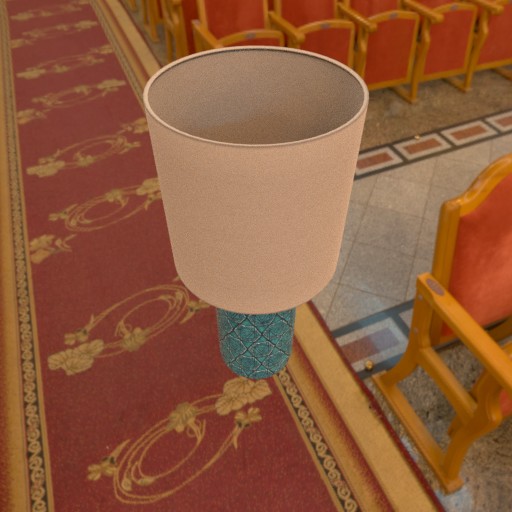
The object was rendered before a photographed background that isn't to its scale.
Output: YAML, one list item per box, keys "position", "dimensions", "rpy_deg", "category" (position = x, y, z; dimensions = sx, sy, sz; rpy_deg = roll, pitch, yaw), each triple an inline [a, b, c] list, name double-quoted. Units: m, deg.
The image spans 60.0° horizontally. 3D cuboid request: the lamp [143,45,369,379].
- position: [0.000, 0.000, 0.765]
  dimensions: [0.278, 0.597, 0.278]
  rpy_deg: [-16, 47, -16]
  category: "lamp"
